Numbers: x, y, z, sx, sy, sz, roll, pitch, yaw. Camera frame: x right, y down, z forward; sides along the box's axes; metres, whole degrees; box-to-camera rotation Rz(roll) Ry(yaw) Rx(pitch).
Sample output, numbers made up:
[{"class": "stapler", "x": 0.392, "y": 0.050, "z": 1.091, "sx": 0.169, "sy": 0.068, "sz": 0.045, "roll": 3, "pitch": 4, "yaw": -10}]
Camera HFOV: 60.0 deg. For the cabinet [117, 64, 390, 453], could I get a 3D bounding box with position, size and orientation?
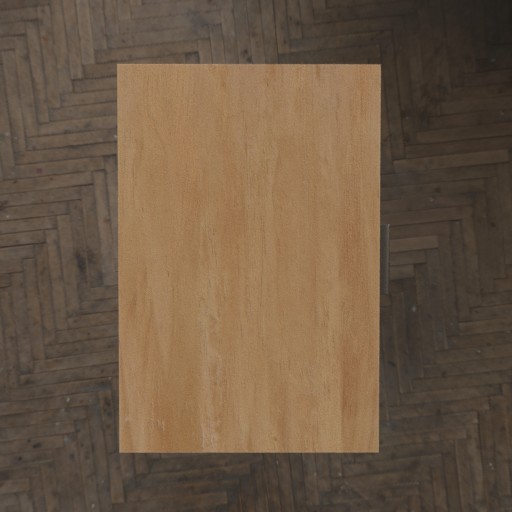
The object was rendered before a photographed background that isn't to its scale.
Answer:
[{"class": "cabinet", "x": 0.000, "y": 0.000, "z": 0.928, "sx": 0.394, "sy": 0.599, "sz": 0.551, "roll": 0, "pitch": 91, "yaw": 0}]
